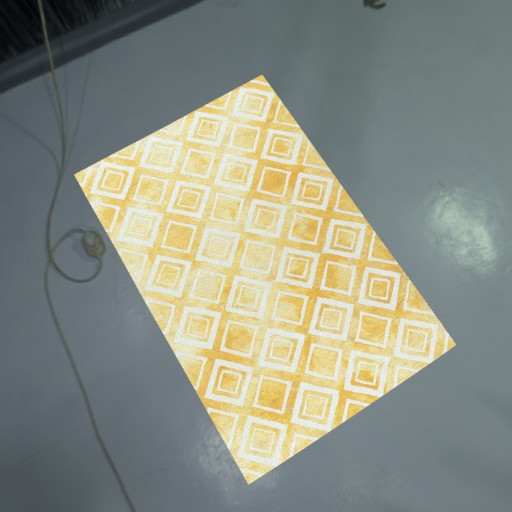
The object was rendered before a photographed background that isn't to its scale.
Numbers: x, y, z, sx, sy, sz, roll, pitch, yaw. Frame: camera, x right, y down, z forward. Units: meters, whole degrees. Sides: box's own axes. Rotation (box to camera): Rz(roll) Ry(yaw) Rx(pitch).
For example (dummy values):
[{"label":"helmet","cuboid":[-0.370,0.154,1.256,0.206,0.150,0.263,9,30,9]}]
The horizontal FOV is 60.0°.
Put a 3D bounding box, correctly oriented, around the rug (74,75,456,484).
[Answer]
[{"label":"rug","cuboid":[0.000,0.000,2.316,1.213,0.010,1.829,-31,78,-8]}]
